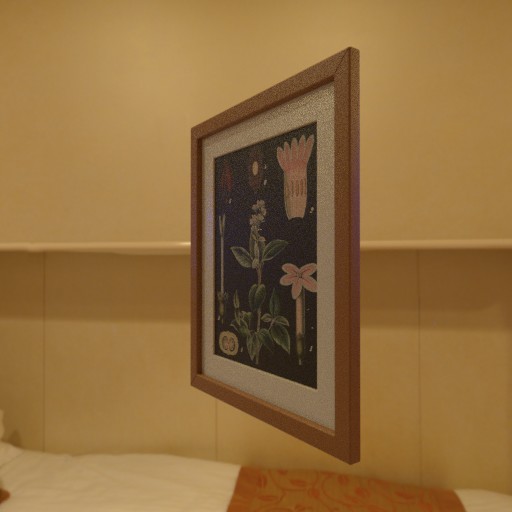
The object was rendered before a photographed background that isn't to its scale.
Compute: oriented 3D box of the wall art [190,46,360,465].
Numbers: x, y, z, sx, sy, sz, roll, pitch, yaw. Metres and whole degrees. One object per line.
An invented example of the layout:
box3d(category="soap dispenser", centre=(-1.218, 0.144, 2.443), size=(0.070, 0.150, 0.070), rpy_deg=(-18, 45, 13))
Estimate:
box3d(category="wall art", centre=(0.000, 0.000, 0.529), size=(0.015, 0.379, 0.310), rpy_deg=(0, -1, -36))
